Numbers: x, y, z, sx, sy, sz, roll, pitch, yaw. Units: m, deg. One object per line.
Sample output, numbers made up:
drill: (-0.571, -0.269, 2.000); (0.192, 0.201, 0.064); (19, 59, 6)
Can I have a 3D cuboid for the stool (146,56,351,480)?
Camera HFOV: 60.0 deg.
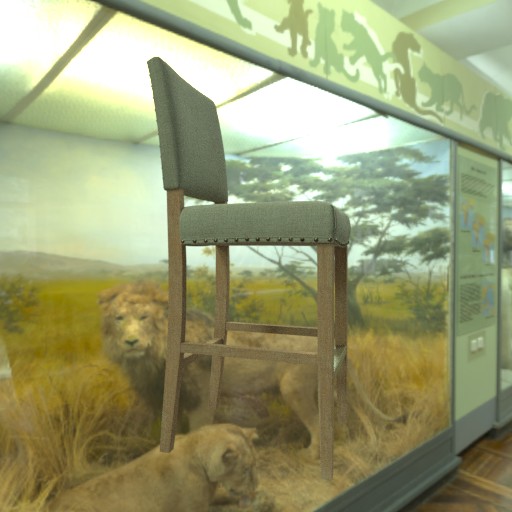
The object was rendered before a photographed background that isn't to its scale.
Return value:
stool: (0.000, 0.000, 1.470); (0.585, 1.203, 0.445); (0, 1, 17)
